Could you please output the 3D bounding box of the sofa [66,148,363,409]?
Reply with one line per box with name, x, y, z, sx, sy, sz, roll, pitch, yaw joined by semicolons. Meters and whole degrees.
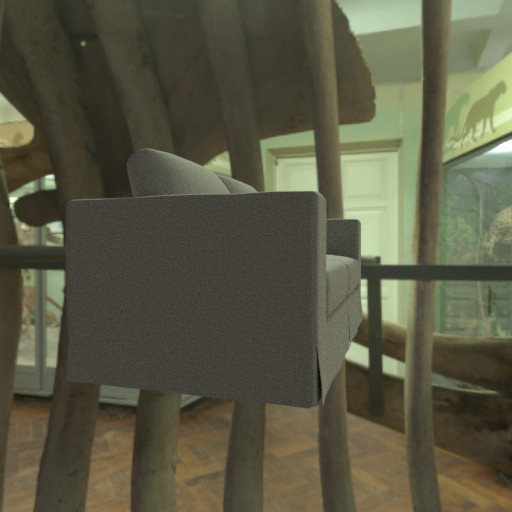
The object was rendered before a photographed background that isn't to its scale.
sofa;0.000;0.000;2.409;1.009;0.932;1.813;0;1;18
